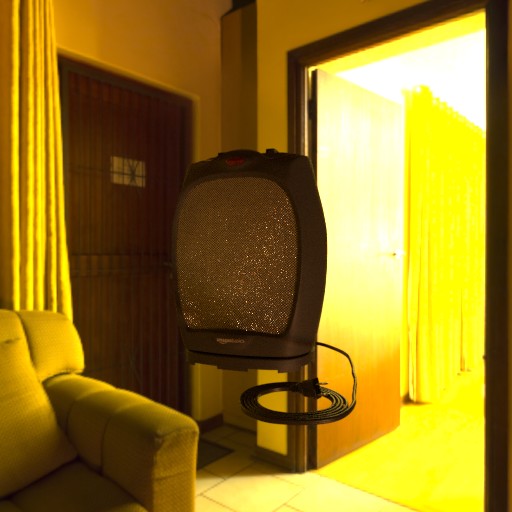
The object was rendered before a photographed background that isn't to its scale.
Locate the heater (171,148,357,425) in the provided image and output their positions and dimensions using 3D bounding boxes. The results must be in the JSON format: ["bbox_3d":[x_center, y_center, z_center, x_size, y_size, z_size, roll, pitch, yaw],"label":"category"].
[{"bbox_3d":[0.000,0.000,0.492,0.239,0.255,0.291,0,0,19],"label":"heater"}]
